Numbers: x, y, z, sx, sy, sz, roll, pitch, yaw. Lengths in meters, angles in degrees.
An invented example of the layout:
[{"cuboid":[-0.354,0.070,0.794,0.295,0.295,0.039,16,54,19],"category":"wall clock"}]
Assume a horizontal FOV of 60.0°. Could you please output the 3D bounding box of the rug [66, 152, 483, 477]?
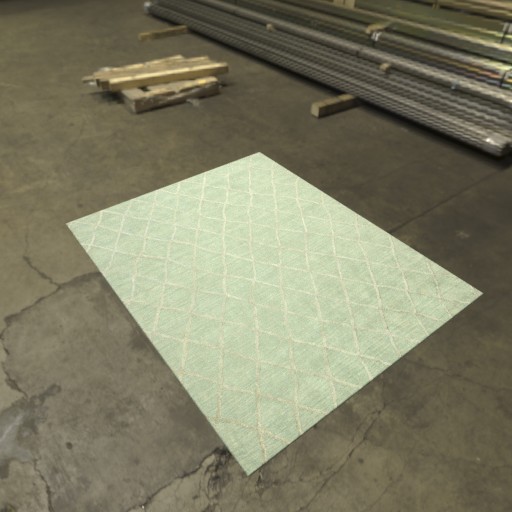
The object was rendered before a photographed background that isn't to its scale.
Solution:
[{"cuboid":[0.000,0.000,4.027,2.420,0.019,3.039,-27,48,-27],"category":"rug"}]
